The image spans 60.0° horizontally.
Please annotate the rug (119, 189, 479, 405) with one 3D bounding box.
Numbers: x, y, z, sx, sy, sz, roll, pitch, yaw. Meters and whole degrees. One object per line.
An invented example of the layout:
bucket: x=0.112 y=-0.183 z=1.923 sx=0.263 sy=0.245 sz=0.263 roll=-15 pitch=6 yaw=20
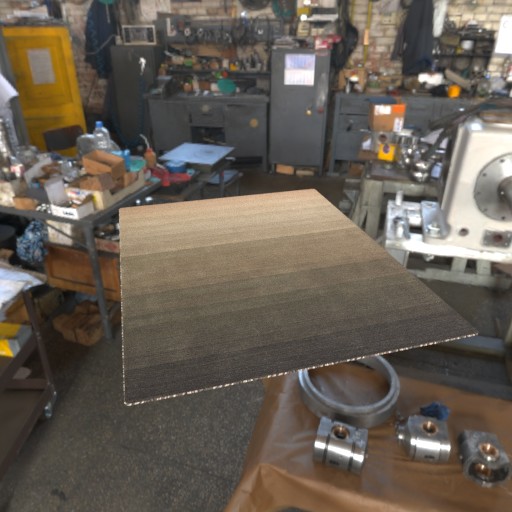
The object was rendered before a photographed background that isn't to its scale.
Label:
rug: x=0.000 y=0.000 z=3.905 sx=2.306 sy=0.017 sz=2.902 roll=-8 pitch=29 yaw=-14
